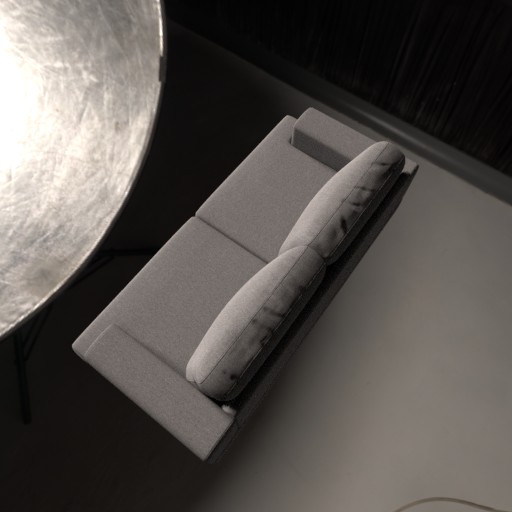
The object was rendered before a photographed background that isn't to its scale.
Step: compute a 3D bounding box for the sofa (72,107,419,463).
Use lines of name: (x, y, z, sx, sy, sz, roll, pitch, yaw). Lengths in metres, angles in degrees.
sofa: (0.000, 0.000, 2.076, 0.785, 0.810, 1.650, 34, 69, 15)
